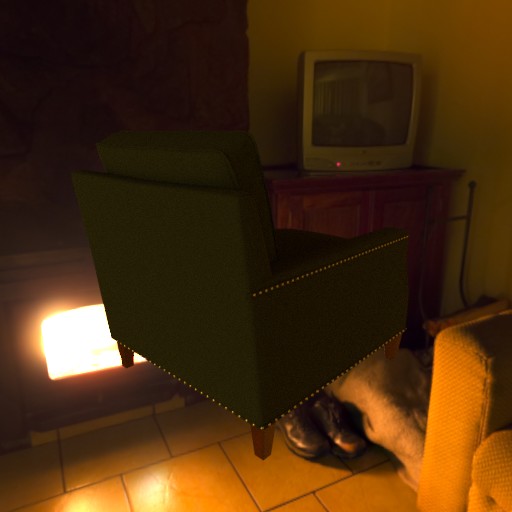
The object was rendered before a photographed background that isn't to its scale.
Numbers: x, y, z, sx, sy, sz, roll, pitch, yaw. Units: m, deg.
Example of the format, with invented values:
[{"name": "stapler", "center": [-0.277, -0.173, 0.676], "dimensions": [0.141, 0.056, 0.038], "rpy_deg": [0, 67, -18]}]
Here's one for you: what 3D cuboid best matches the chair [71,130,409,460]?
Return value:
[{"name": "chair", "center": [0.000, 0.000, 1.722], "dimensions": [0.853, 0.943, 1.014], "rpy_deg": [15, 22, 41]}]
